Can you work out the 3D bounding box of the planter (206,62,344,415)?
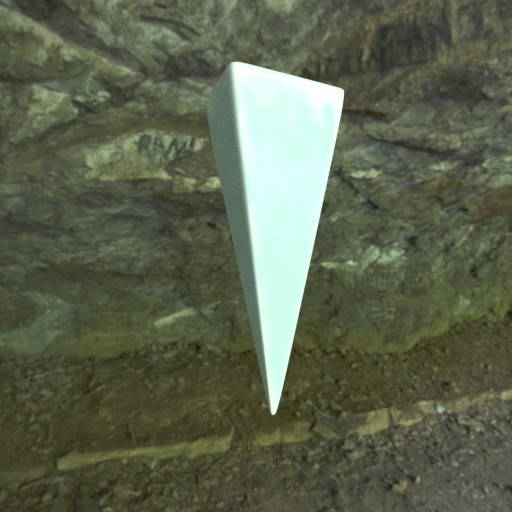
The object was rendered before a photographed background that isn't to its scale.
[{"bbox_3d":[0.000,0.000,0.221,0.080,0.178,0.064,0,0,18],"label":"planter"}]
